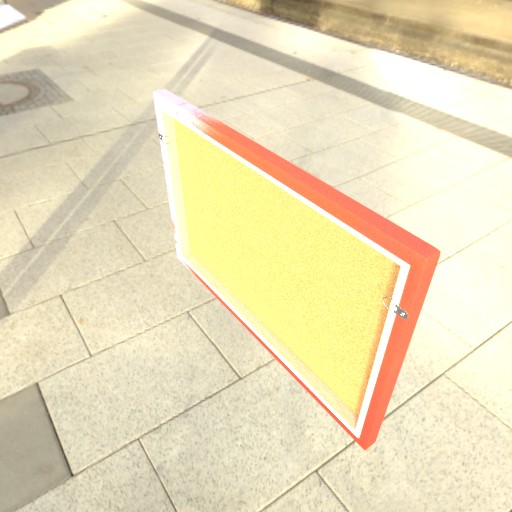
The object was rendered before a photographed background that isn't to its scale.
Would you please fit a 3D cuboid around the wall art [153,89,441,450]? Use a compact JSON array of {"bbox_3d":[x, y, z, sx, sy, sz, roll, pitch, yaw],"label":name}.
[{"bbox_3d":[0.000,0.000,1.160,0.040,0.609,0.913,-26,46,-28],"label":"wall art"}]
